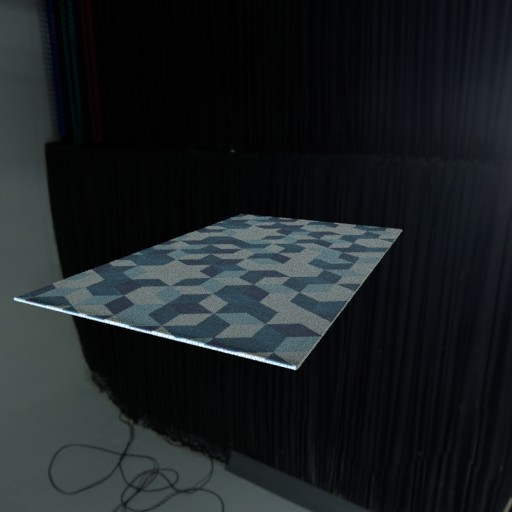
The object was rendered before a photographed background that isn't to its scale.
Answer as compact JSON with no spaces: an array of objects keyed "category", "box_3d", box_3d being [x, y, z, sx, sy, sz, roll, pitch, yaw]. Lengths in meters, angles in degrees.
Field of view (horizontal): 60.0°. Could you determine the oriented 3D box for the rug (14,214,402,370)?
[{"category":"rug","box_3d":[0.000,0.000,2.954,1.518,0.015,2.438,8,18,25]}]
